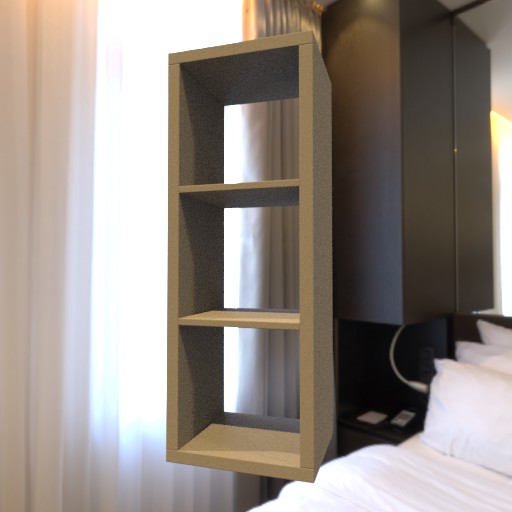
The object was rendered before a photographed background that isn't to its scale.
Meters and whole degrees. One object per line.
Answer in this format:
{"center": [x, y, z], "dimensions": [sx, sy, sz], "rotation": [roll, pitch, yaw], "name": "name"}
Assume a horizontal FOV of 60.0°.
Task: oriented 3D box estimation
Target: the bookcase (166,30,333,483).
{"center": [0.000, 0.000, 1.270], "dimensions": [0.390, 1.080, 0.330], "rotation": [0, -2, 17], "name": "bookcase"}
